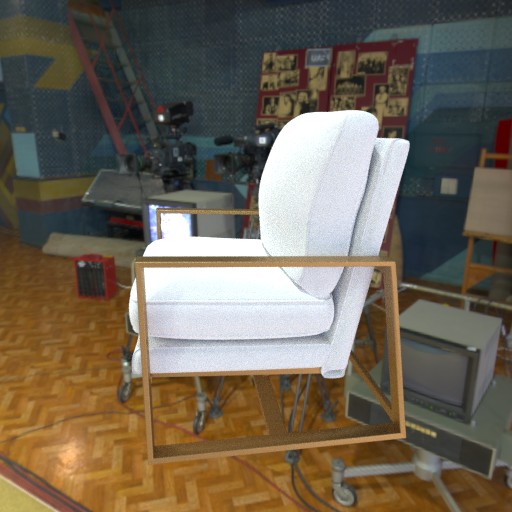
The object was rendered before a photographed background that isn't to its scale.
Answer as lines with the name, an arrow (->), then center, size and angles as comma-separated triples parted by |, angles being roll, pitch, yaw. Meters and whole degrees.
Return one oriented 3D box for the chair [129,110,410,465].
chair -> 0.000, 0.000, 1.547 | 0.813, 0.966, 0.805 | -2, 16, -8
